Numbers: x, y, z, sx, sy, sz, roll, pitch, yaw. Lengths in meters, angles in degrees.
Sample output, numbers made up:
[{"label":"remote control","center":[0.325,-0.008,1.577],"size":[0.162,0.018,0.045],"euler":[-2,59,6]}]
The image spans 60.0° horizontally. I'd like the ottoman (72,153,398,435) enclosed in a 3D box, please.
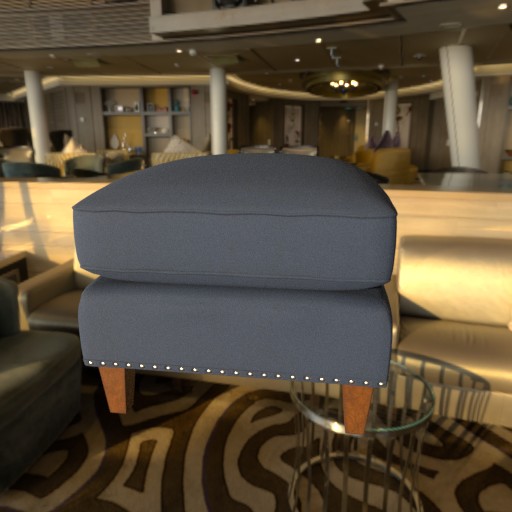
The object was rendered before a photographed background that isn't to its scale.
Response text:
[{"label":"ottoman","center":[0.000,0.000,1.136],"size":[0.584,0.513,0.741],"euler":[2,15,8]}]
